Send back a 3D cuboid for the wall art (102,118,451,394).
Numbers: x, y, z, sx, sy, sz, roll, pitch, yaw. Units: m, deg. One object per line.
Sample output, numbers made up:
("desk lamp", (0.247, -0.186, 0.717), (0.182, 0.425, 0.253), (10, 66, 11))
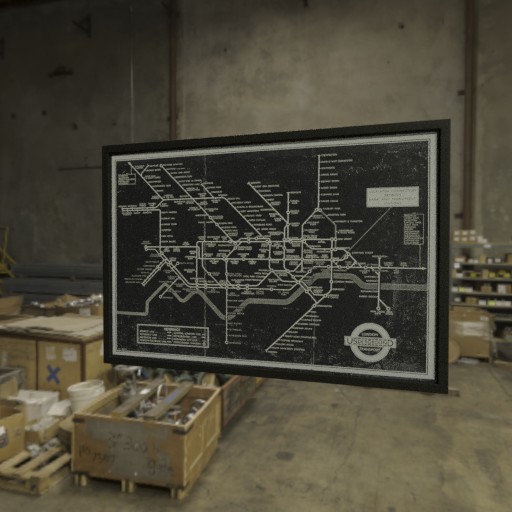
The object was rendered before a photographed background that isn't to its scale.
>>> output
("wall art", (0.000, 0.000, 1.481), (1.192, 0.811, 0.013), (0, 1, 17))
